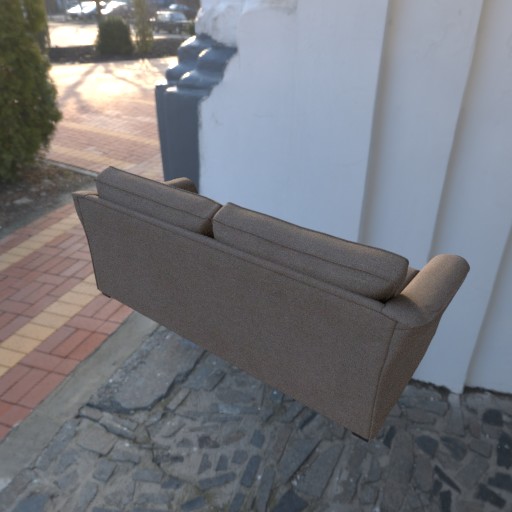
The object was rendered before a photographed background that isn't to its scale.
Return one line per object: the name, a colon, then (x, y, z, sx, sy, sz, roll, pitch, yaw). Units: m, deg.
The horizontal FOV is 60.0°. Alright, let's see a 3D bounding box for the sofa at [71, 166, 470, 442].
sofa: (0.000, 0.000, 2.705, 2.270, 0.906, 0.986, 21, 35, 32)
